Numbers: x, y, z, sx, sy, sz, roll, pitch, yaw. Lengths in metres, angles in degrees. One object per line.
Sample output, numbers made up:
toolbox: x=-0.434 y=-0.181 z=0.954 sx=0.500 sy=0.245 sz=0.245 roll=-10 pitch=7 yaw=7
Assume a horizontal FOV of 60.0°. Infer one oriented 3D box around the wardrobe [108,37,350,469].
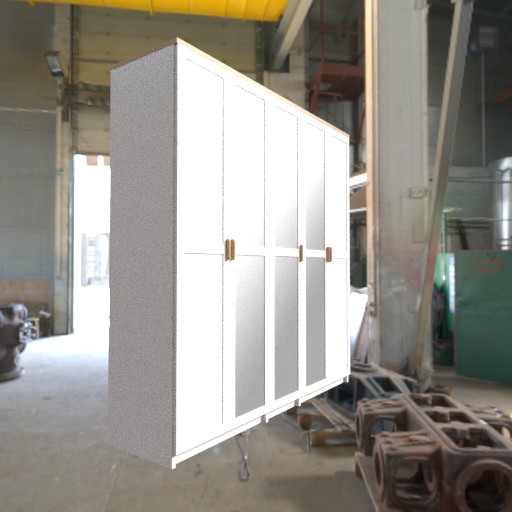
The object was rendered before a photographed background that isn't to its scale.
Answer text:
wardrobe: x=0.000 y=0.000 z=3.342 sx=0.590 sy=2.260 sz=2.160 roll=-1 pitch=-2 yaw=36
